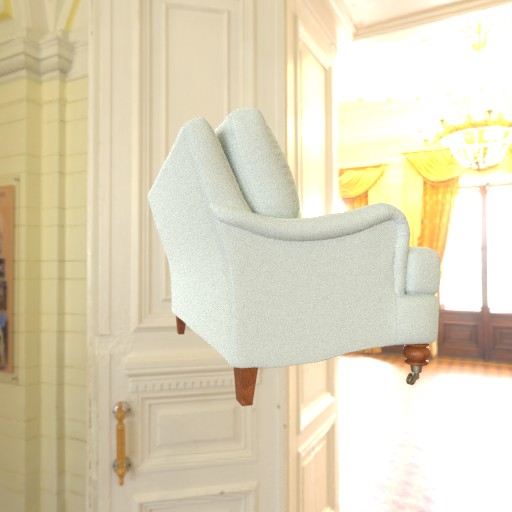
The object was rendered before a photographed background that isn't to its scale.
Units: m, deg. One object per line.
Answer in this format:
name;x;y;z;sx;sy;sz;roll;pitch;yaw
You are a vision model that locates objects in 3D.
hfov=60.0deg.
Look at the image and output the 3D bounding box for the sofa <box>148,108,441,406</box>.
sofa;0.000;0.000;2.517;1.084;1.101;1.853;0;-1;-18
